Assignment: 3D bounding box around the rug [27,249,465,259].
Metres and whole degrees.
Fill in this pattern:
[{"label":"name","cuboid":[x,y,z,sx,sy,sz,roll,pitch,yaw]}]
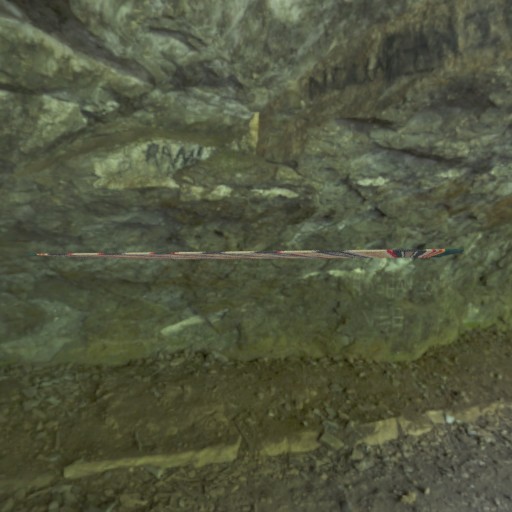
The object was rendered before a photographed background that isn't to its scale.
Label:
[{"label":"rug","cuboid":[0.000,0.000,3.036,2.447,0.011,1.520,0,-1,19]}]
